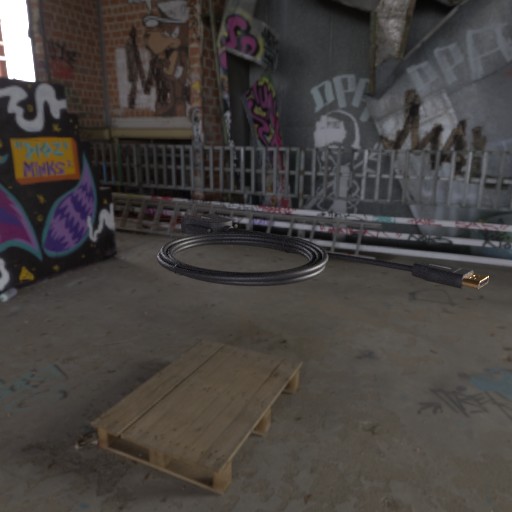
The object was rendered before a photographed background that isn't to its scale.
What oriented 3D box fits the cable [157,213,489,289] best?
[{"bbox_3d":[0.000,0.000,0.330,0.136,0.015,0.281,-14,21,-42],"label":"cable"}]
